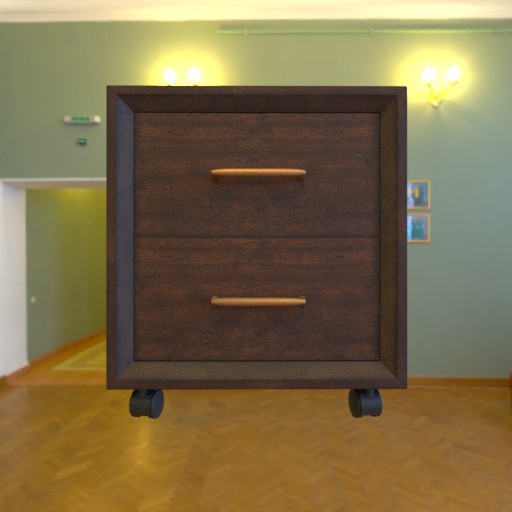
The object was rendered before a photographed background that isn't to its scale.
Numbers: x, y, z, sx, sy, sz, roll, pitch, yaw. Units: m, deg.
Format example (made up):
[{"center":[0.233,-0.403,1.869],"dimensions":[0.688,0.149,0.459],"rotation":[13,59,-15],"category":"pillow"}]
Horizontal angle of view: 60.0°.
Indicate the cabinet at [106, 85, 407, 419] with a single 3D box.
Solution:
[{"center":[0.000,0.000,0.827],"dimensions":[0.402,0.455,0.500],"rotation":[0,0,0],"category":"cabinet"}]
